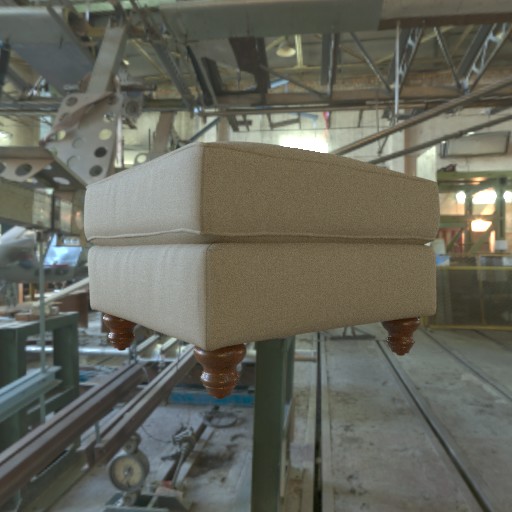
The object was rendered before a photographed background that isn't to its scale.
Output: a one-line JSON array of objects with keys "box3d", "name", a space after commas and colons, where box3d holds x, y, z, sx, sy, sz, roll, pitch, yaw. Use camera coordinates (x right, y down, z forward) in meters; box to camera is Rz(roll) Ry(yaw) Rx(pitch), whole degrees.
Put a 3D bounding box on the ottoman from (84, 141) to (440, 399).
[{"box3d": [0.000, 0.000, 1.156, 0.716, 0.505, 0.662, 0, 1, -37], "name": "ottoman"}]
